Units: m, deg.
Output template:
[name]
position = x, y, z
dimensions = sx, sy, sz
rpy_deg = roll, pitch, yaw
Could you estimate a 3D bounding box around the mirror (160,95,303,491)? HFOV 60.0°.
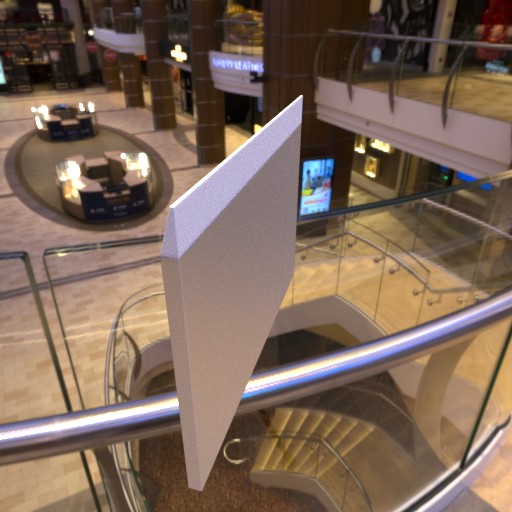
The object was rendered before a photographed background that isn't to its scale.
[mirror]
position = 0.000, 0.000, 1.116
dimensions = 0.030, 0.630, 0.870
rpy_deg = 8, 31, 14
